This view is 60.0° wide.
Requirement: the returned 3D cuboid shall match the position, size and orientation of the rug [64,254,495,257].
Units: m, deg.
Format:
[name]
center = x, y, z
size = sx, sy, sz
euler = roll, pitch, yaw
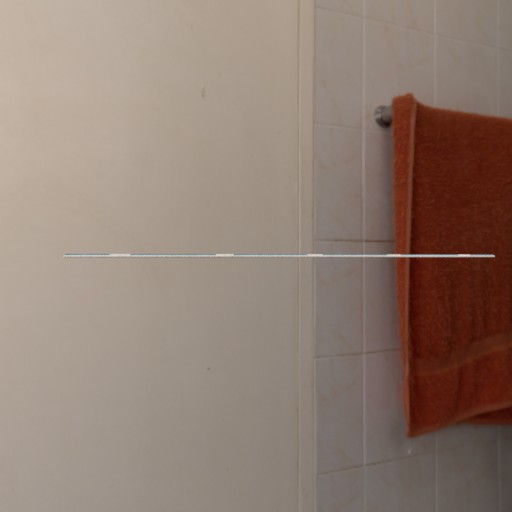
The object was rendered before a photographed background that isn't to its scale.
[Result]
[rug]
center = 0.000, 0.000, 4.085
size = 3.049, 0.021, 2.466
euler = 0, 0, -18
